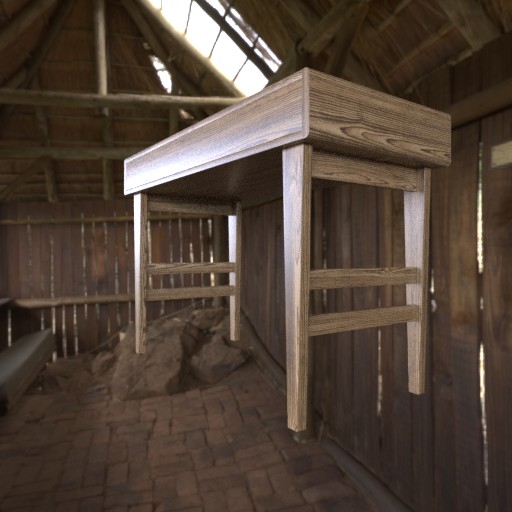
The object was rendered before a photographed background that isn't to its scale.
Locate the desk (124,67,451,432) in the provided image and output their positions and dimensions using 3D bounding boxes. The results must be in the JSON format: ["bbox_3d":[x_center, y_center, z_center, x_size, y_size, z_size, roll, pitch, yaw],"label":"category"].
[{"bbox_3d":[0.000,0.000,1.457,0.508,0.755,1.067,0,0,-36],"label":"desk"}]
